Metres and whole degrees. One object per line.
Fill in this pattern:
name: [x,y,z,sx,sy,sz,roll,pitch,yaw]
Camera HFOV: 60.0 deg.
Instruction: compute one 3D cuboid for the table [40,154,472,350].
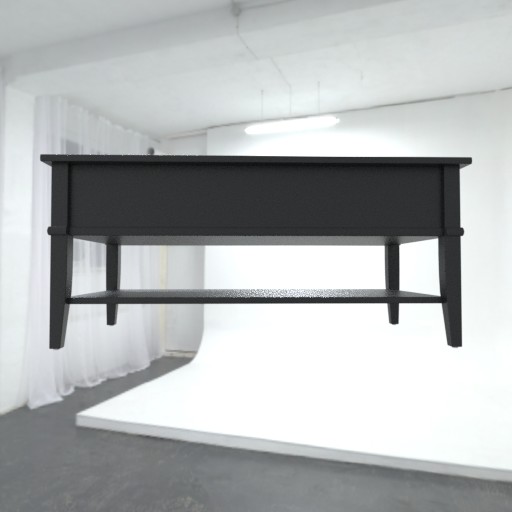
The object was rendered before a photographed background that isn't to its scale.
table: [0.000,0.000,1.324,1.044,0.470,0.523,0,-2,-2]
